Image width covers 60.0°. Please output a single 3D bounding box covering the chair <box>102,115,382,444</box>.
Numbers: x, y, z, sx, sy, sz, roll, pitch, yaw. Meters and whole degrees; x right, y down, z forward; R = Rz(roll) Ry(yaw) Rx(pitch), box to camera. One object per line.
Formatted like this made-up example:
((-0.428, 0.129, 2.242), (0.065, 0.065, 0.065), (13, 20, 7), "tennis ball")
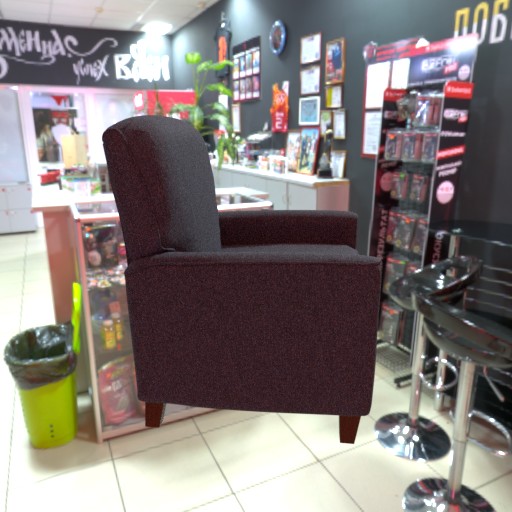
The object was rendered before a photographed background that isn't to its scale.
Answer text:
((0.000, 0.000, 1.675), (0.850, 1.016, 0.839), (2, 16, 7), "chair")
